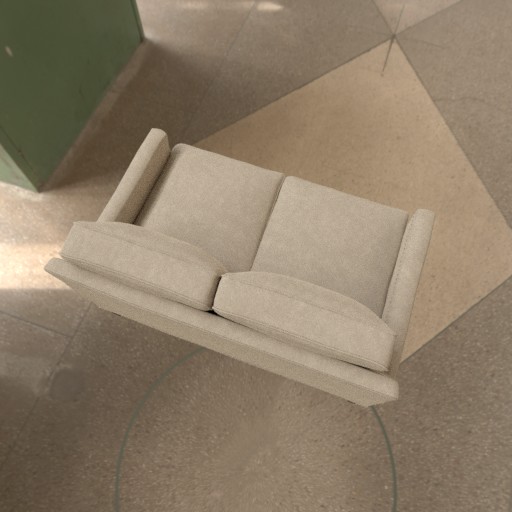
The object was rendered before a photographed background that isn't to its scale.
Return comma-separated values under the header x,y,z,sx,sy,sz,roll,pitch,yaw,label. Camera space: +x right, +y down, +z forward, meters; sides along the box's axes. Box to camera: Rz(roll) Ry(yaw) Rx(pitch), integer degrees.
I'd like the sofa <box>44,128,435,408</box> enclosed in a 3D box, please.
x,y,z,sx,sy,sz,roll,pitch,yaw,label
0.000,0.000,2.259,1.597,1.002,1.084,18,66,9,sofa
